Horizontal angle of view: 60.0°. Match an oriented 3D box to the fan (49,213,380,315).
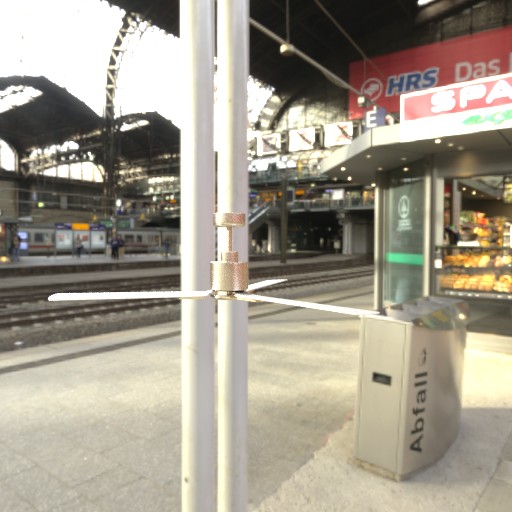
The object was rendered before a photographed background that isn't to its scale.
[{"bbox_3d":[0.000,0.000,2.359,1.531,0.446,1.561,1,2,37],"label":"fan"}]
